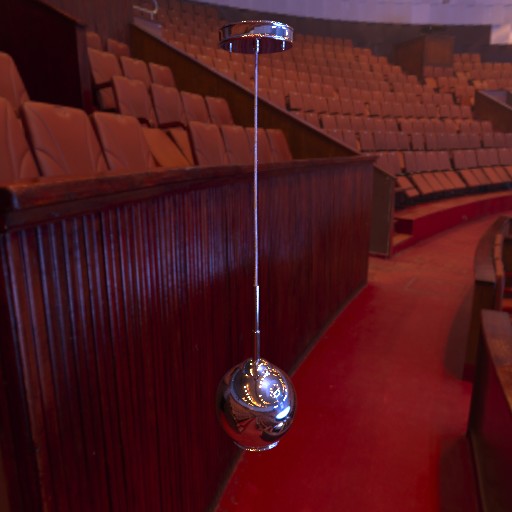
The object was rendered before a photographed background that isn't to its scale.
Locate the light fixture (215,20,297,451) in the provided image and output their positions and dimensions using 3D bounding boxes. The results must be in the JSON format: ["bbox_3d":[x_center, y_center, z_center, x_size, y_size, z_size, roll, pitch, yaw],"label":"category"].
[{"bbox_3d":[0.000,0.000,1.655,0.336,1.538,0.336,2,14,9],"label":"light fixture"}]
